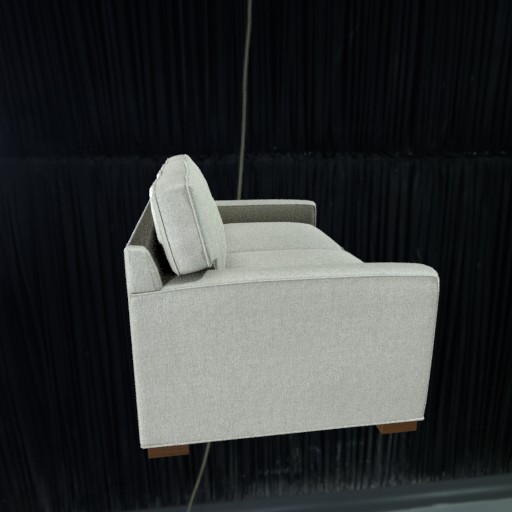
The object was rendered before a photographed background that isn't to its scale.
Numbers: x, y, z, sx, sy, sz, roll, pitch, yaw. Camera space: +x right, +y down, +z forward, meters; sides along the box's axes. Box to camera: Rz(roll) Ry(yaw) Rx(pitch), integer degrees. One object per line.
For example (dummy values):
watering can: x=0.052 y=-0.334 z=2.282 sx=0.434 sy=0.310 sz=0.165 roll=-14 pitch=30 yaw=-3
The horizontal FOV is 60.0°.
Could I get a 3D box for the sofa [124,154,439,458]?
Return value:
sofa: x=0.000 y=0.000 z=2.011 sx=0.940 sy=0.853 sz=1.484 roll=-2 pitch=16 yaw=-9
